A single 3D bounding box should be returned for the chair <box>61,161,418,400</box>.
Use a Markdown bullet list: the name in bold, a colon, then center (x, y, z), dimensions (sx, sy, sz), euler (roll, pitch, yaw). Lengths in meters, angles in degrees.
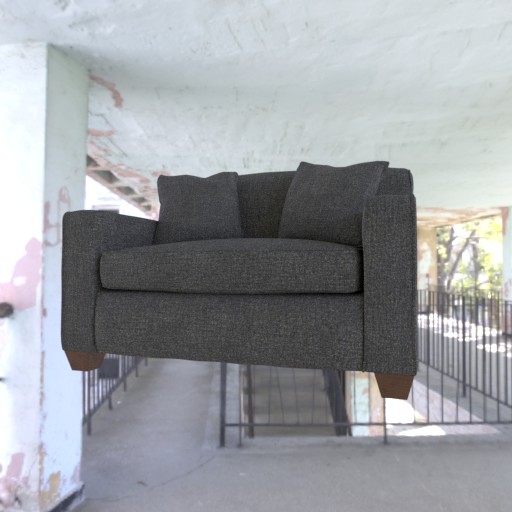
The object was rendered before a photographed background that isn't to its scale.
- **chair**: center (0.000, 0.000, 2.028), dimensions (1.383, 0.948, 1.000), euler (0, -2, 18)
